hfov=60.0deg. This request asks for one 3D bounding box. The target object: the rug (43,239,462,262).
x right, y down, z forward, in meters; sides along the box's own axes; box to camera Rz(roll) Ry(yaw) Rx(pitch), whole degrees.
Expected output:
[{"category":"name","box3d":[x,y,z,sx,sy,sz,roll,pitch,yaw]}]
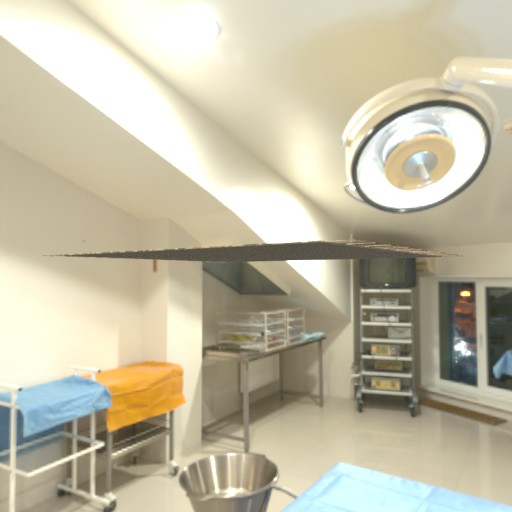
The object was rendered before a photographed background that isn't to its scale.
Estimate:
[{"category":"rug","box3d":[0.000,0.000,4.060,3.048,0.010,2.438,-2,-3,37]}]
